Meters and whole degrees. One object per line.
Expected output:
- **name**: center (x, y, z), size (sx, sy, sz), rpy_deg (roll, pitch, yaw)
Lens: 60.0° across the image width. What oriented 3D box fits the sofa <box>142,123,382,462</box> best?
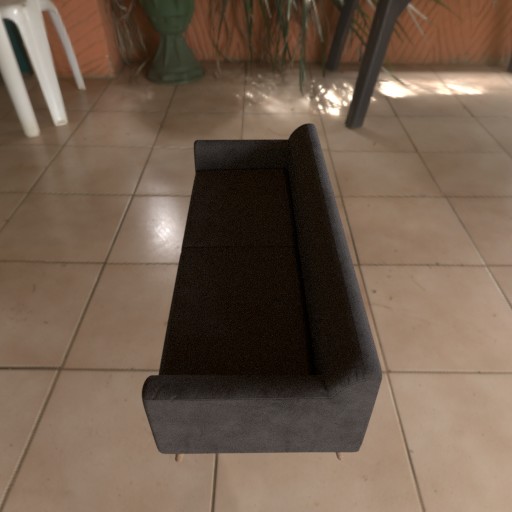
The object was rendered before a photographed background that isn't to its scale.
- **sofa**: center (0.000, 0.000, 2.633), size (0.900, 0.740, 2.190), rpy_deg (0, 40, -1)
